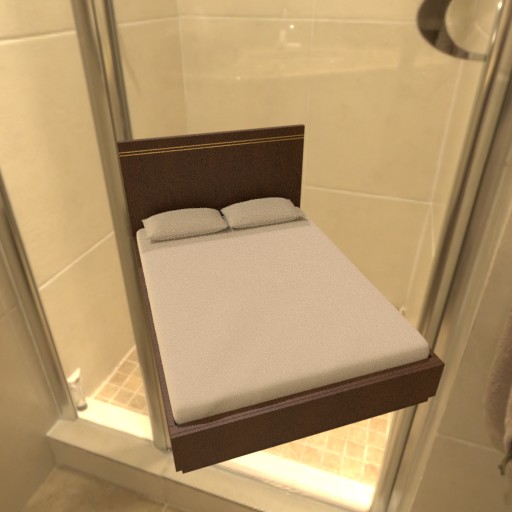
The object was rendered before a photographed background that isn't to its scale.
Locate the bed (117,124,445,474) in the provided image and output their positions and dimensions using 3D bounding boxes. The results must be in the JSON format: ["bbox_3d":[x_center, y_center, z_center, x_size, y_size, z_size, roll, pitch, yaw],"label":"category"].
[{"bbox_3d":[0.000,0.000,3.160,1.613,1.169,2.221,-10,33,-15],"label":"bed"}]
